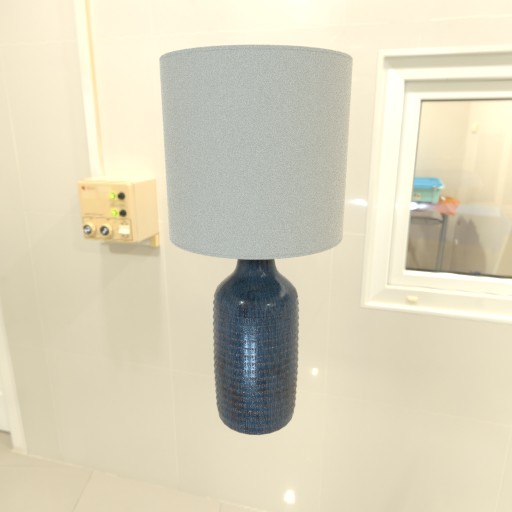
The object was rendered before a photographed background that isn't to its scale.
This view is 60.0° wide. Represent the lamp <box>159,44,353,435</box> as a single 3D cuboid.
[{"bbox_3d":[0.000,0.000,0.584,0.220,0.475,0.220,2,17,8],"label":"lamp"}]
